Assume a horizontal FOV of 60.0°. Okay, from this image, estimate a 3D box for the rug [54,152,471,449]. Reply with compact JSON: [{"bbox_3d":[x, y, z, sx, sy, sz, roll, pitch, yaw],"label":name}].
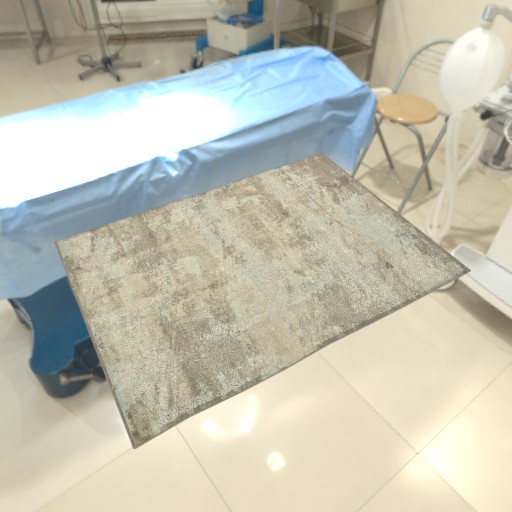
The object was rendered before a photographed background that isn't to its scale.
[{"bbox_3d":[0.000,0.000,4.320,3.307,0.013,2.393,-22,49,-21],"label":"rug"}]
